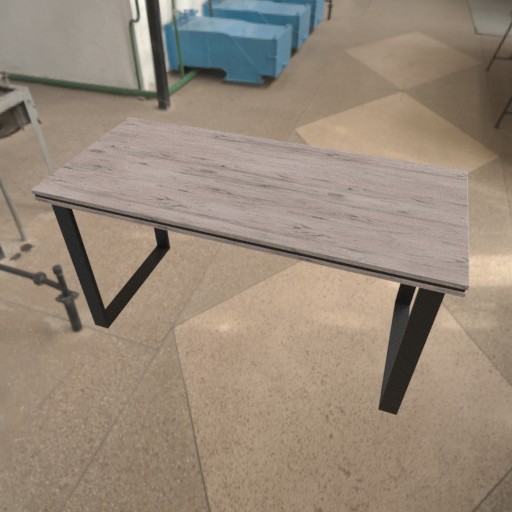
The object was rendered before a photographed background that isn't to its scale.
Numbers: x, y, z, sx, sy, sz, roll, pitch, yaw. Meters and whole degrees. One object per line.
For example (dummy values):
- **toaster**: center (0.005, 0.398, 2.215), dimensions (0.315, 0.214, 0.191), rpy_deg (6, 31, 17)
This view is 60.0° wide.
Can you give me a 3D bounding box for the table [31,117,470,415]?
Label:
- **table**: center (0.000, 0.000, 2.267), dimensions (1.778, 0.899, 0.795), rpy_deg (13, 43, 14)
